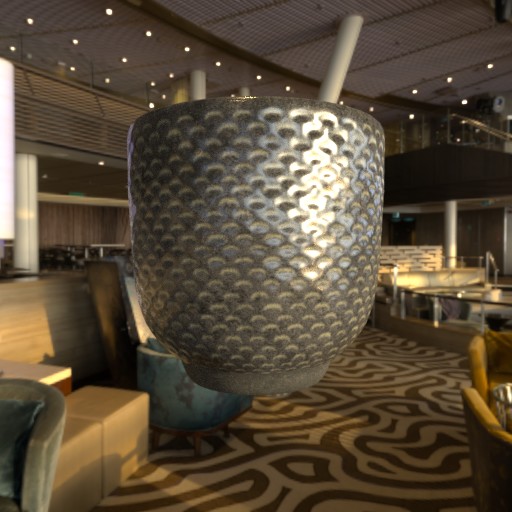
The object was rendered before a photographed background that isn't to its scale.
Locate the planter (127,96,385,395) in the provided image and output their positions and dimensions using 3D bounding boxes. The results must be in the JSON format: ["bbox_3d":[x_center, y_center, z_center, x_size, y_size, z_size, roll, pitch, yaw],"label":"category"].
[{"bbox_3d":[0.000,0.000,0.354,0.197,0.191,0.197,0,1,0],"label":"planter"}]
